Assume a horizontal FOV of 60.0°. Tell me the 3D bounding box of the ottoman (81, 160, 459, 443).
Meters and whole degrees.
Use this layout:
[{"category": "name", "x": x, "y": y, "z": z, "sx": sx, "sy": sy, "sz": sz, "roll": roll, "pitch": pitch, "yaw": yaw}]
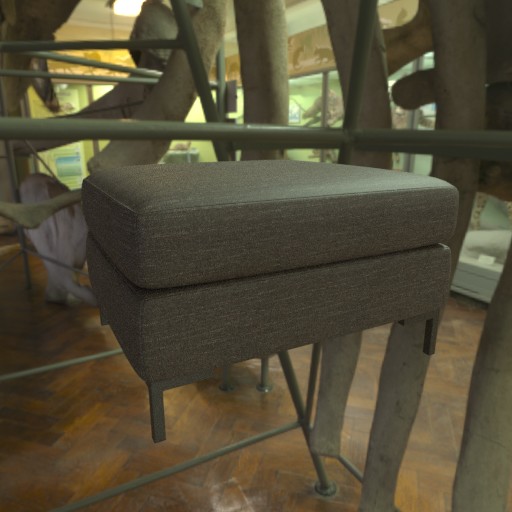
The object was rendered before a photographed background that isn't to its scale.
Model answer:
[{"category": "ottoman", "x": 0.000, "y": 0.000, "z": 1.214, "sx": 0.820, "sy": 0.490, "sz": 0.671, "roll": -8, "pitch": 18, "yaw": -27}]
